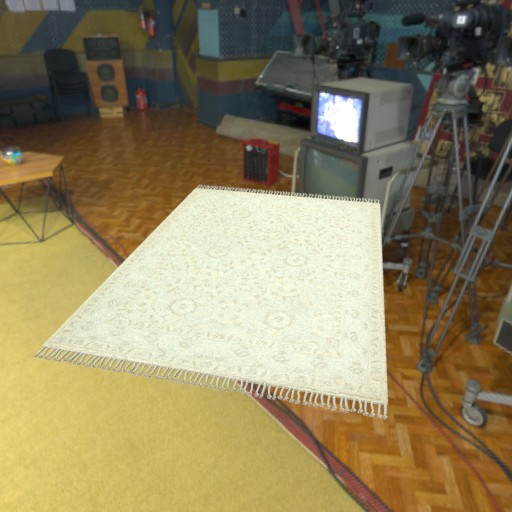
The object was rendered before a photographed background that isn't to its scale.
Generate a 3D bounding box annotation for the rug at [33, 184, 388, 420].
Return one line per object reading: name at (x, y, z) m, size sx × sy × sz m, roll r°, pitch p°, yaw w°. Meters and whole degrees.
rug at (0.000, 0.000, 2.205) m, size 1.223 × 0.015 × 1.771 m, roll 6°, pitch 30°, yaw 11°
